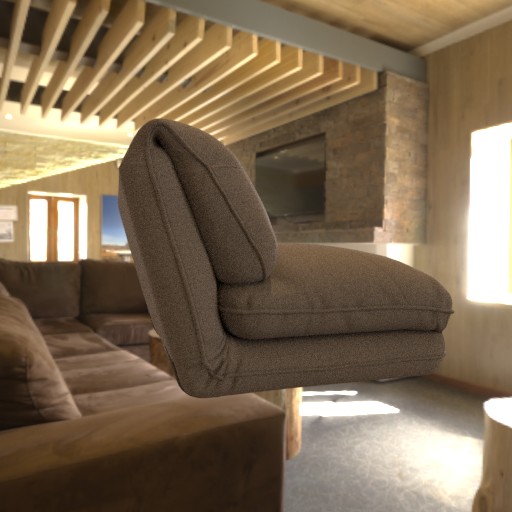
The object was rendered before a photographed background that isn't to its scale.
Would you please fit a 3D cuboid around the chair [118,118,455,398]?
[{"bbox_3d":[0.000,0.000,1.318,0.780,0.580,0.820,0,2,-17],"label":"chair"}]
